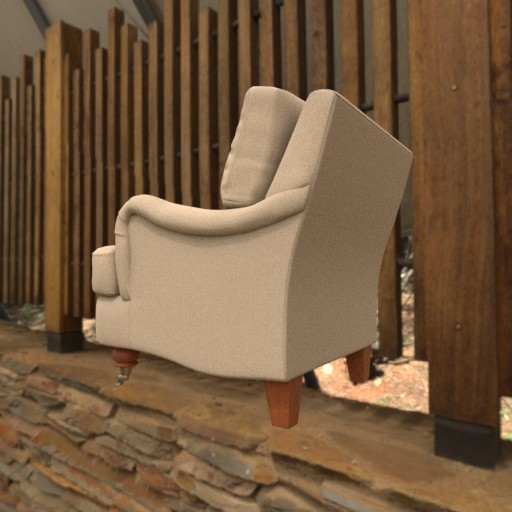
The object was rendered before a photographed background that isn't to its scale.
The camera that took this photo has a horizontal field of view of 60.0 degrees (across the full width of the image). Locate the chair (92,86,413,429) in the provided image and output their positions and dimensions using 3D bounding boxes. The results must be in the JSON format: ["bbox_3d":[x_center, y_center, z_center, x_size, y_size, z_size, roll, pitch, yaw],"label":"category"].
[{"bbox_3d":[0.000,0.000,1.845,1.078,1.076,0.895,-1,-1,34],"label":"chair"}]
